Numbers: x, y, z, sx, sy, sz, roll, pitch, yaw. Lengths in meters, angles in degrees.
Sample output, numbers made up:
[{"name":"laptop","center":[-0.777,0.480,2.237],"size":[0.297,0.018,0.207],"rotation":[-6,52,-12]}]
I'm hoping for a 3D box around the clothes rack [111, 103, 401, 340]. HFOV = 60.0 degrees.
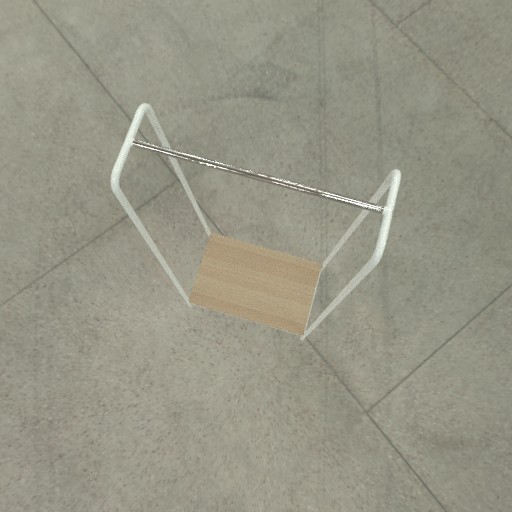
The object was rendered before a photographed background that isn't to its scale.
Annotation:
[{"name":"clothes rack","center":[0.000,0.000,1.730],"size":[0.640,1.500,0.400],"rotation":[16,76,4]}]
